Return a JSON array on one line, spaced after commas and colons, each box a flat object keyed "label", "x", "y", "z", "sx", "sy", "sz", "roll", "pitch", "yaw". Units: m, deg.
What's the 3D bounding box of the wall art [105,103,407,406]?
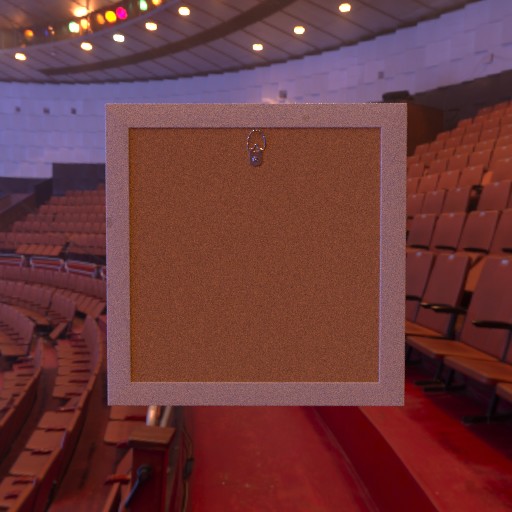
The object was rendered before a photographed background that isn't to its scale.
[{"label": "wall art", "x": 0.000, "y": 0.000, "z": 0.853, "sx": 0.572, "sy": 0.577, "sz": 0.015, "roll": 0, "pitch": 2, "yaw": 0}]
